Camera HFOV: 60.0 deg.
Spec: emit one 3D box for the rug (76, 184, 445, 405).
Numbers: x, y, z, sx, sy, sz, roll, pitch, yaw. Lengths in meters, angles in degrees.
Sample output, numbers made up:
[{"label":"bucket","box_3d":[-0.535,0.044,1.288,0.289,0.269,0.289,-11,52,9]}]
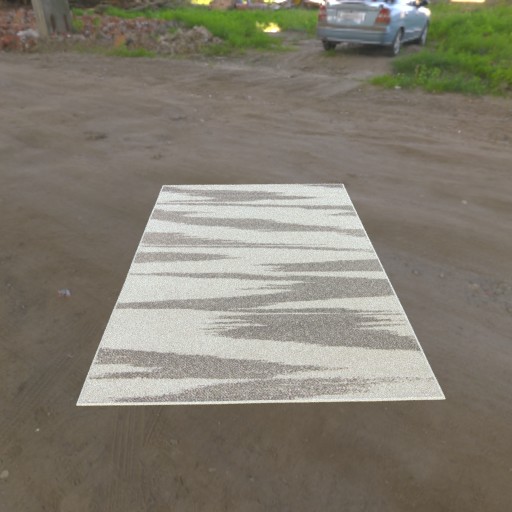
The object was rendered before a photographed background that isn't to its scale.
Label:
[{"label":"rug","box_3d":[0.000,0.000,2.233,1.225,0.008,1.827,-1,32,-1]}]
